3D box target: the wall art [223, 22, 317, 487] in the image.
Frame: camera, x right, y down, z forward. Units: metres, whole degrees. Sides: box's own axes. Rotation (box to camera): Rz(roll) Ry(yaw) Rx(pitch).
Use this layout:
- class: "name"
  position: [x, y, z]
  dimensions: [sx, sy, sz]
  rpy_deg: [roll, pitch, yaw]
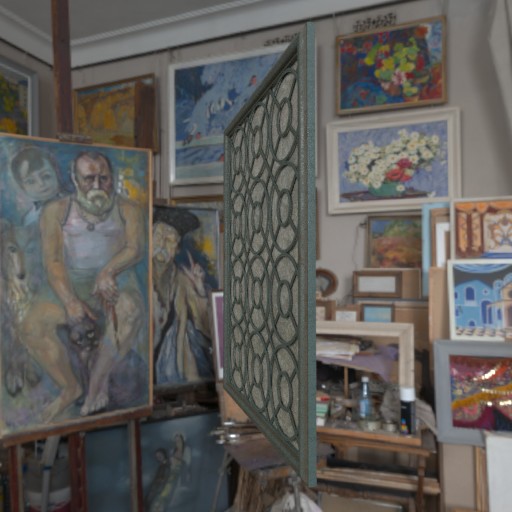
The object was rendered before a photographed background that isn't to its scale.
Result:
- class: "wall art"
  position: [0.000, 0.000, 1.302]
  dimensions: [0.030, 0.983, 0.767]
  rpy_deg: [0, -2, -17]
